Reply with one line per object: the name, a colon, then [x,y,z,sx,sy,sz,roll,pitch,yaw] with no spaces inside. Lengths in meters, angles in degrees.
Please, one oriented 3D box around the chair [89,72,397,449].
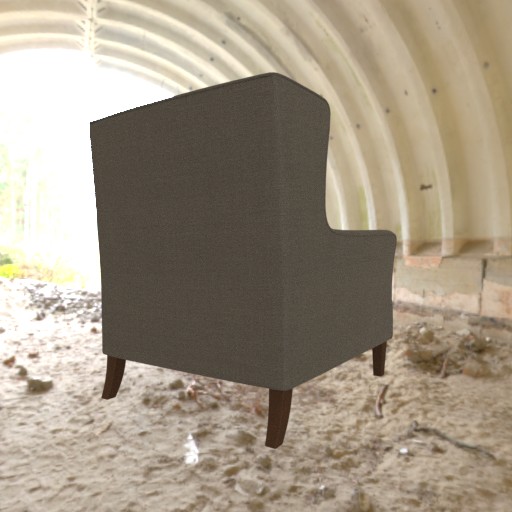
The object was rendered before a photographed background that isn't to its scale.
chair: [0.000,0.000,1.809,0.866,1.056,1.040,0,0,34]
